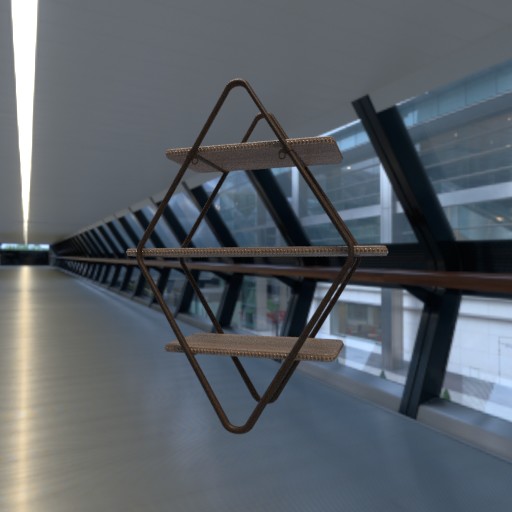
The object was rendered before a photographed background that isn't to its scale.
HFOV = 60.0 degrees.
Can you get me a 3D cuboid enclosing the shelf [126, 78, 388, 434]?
[{"bbox_3d":[0.000,0.000,1.067,0.609,0.774,0.234,0,-1,17],"label":"shelf"}]
